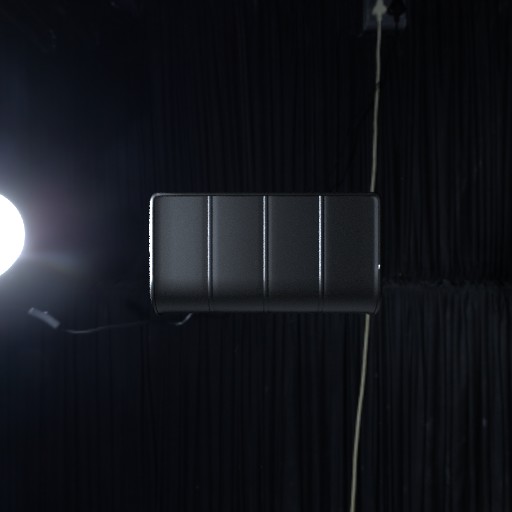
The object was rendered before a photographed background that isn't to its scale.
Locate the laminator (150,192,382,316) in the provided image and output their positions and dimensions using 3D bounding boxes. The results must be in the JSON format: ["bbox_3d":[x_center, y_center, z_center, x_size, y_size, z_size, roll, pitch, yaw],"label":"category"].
[{"bbox_3d":[0.000,0.000,0.383,0.123,0.062,0.340,0,0,0],"label":"laminator"}]
